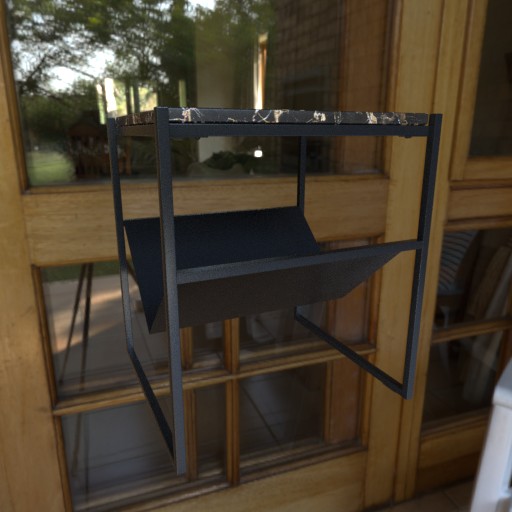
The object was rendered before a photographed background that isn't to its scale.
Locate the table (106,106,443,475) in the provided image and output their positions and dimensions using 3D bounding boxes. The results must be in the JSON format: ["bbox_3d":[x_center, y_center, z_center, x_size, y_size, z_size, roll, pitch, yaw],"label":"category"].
[{"bbox_3d":[0.000,0.000,0.882,0.469,0.534,0.432,-7,17,-25],"label":"table"}]
